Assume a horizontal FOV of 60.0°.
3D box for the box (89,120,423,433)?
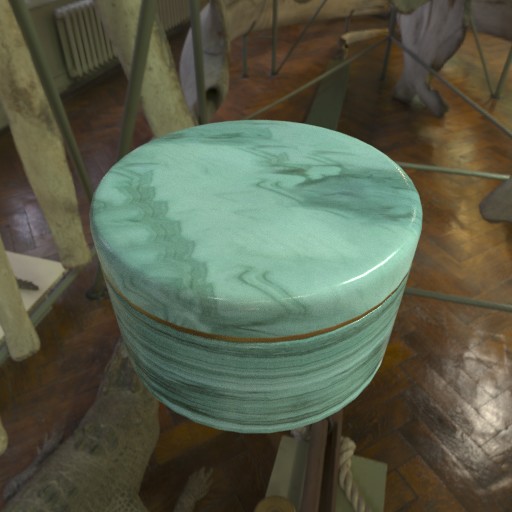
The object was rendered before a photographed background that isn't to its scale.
[{"bbox_3d":[0.000,0.000,0.157,0.101,0.063,0.101,0,40,0],"label":"box"}]
